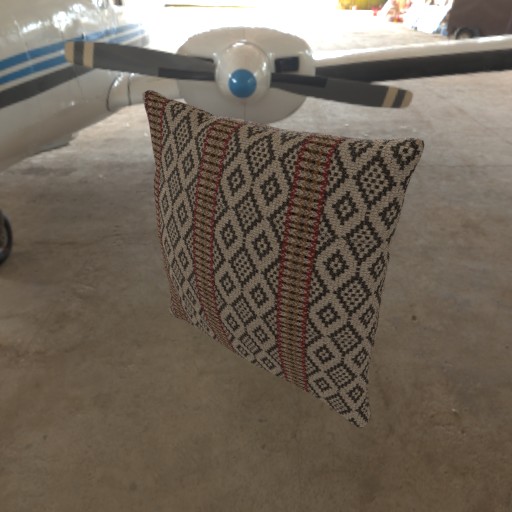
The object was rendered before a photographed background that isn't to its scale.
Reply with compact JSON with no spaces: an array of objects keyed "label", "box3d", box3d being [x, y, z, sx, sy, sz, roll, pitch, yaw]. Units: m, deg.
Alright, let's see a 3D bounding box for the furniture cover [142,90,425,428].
[{"label":"furniture cover","box3d":[0.000,0.000,0.782,0.503,0.506,0.182,23,38,32]}]
